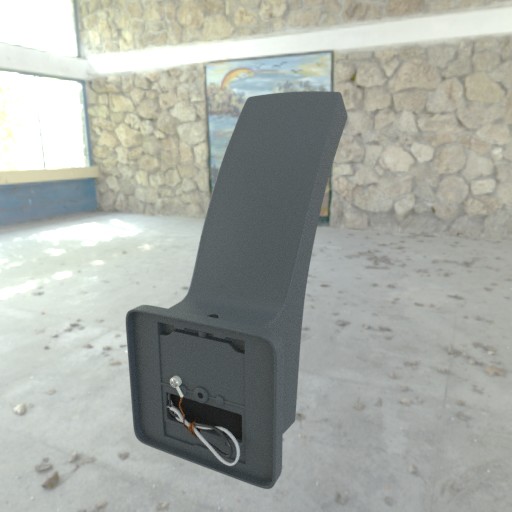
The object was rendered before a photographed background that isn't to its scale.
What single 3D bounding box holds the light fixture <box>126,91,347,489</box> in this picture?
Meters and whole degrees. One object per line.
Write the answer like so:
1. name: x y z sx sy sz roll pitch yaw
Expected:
1. light fixture: 0.000 0.000 0.330 0.108 0.243 0.174 7 16 26
